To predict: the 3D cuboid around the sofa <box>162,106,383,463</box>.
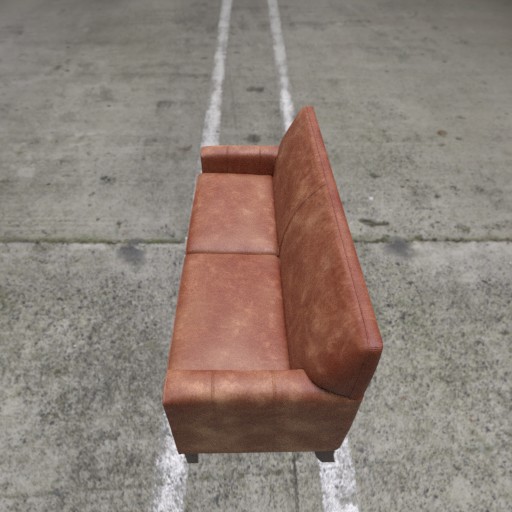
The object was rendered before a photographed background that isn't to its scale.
[{"bbox_3d":[0.000,0.000,2.514,0.805,0.947,2.053,-1,41,-1],"label":"sofa"}]
